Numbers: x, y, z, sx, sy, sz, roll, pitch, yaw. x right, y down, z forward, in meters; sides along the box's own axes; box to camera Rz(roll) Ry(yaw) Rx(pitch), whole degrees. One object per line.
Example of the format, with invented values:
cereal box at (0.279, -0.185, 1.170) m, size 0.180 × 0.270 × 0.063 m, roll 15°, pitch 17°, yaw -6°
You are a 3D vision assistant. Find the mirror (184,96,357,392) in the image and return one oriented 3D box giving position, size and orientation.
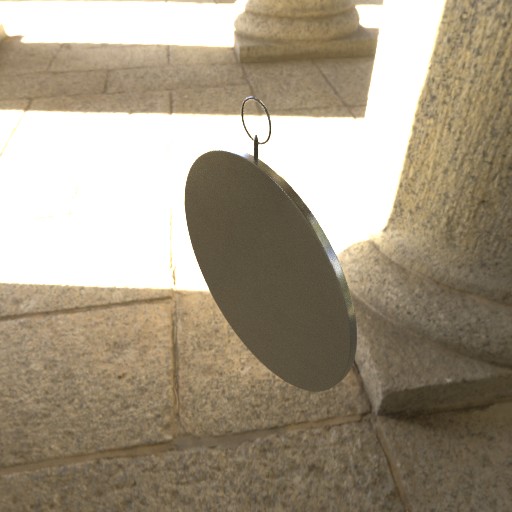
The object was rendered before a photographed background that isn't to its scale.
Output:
mirror at (0.000, 0.000, 0.985) m, size 0.020 × 0.713 × 0.594 m, roll -27°, pitch 48°, yaw -27°
